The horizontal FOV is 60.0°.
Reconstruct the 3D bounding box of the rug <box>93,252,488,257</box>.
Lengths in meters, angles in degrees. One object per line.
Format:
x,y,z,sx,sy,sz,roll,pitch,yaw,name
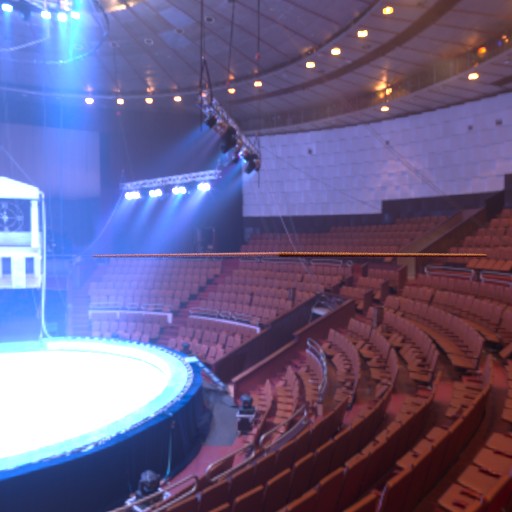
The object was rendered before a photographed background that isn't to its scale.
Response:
0.000,0.000,2.126,1.078,0.013,1.678,0,0,-36,rug
